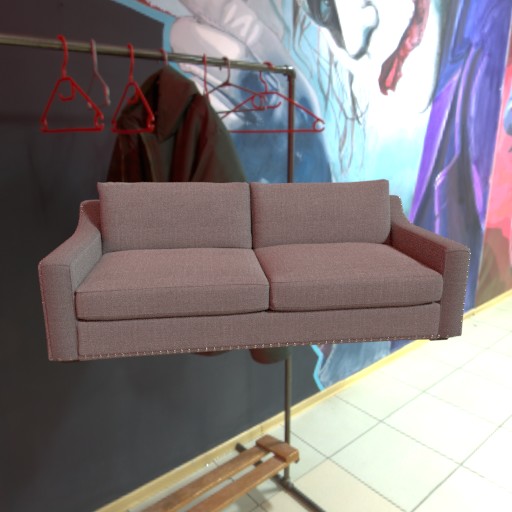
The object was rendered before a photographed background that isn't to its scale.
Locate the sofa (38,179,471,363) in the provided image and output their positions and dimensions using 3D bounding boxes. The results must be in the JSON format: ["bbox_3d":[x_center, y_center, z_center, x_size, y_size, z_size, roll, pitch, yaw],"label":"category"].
[{"bbox_3d":[0.000,0.000,2.688,2.208,0.857,1.000,-2,15,-7],"label":"sofa"}]
